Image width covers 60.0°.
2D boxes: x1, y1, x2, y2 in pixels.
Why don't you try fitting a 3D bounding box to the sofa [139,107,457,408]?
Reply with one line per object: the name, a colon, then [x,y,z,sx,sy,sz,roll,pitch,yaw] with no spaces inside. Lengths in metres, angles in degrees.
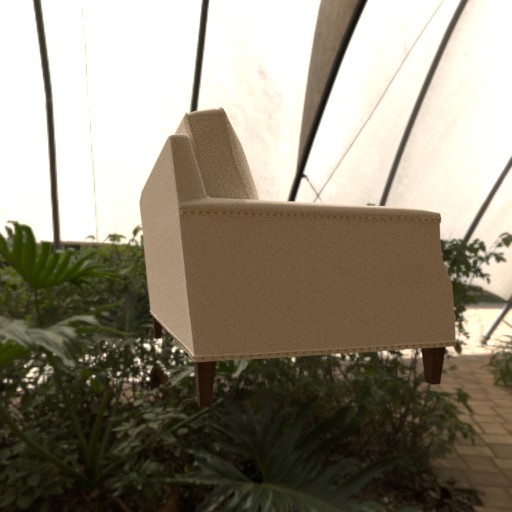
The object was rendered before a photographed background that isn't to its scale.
sofa: [0.000,0.000,2.238,1.084,1.003,1.597,1,-2,-18]
